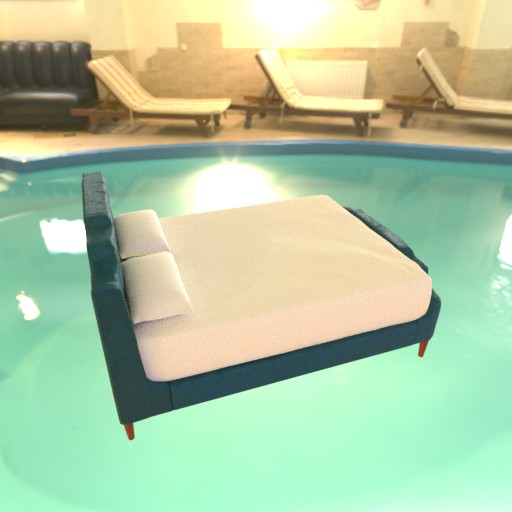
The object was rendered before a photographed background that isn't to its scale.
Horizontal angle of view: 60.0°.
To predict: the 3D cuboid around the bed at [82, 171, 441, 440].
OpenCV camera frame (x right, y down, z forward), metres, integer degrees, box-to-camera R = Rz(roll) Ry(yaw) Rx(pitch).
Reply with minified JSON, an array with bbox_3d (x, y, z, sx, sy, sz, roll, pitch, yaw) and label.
[{"bbox_3d":[0.000,0.000,3.415,2.322,1.338,1.678,-10,32,-17],"label":"bed"}]
